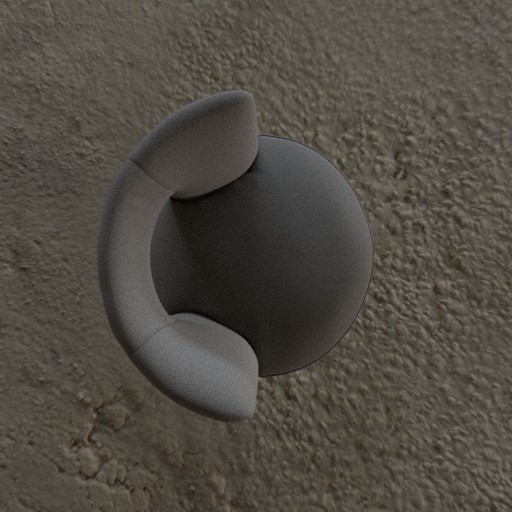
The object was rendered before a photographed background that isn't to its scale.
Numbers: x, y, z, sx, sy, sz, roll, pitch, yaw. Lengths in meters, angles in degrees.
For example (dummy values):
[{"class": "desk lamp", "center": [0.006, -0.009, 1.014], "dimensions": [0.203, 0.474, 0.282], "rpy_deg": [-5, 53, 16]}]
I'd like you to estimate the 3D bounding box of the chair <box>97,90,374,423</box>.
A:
[{"class": "chair", "center": [0.000, 0.000, 1.255], "dimensions": [0.660, 0.719, 0.689], "rpy_deg": [0, 90, 0]}]
